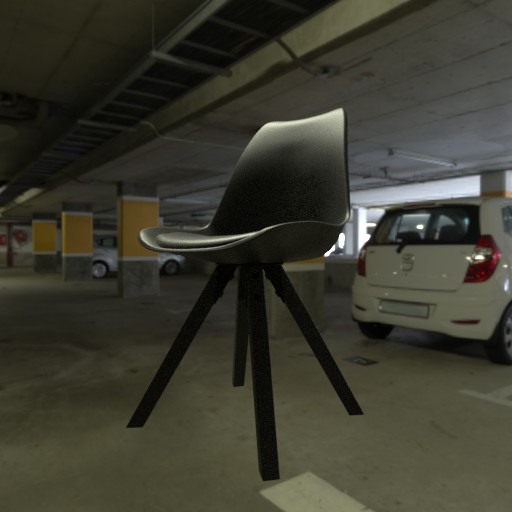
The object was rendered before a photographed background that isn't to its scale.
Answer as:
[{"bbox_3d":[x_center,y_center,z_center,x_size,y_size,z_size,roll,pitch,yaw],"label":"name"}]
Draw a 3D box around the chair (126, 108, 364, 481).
[{"bbox_3d":[0.000,0.000,1.157,0.485,0.850,0.550,1,2,37],"label":"chair"}]
